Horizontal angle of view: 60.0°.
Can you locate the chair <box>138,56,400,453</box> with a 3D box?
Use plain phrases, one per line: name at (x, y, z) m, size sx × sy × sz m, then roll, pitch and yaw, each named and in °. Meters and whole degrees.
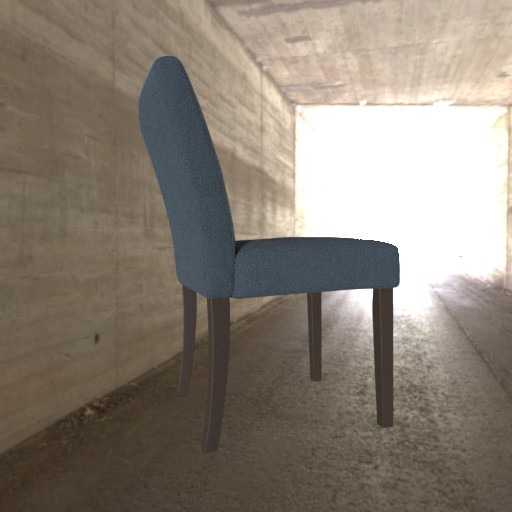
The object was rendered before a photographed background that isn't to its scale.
chair at (0.000, 0.000, 1.246) m, size 0.629 × 0.882 × 0.487 m, roll -1°, pitch 2°, yaw -18°
